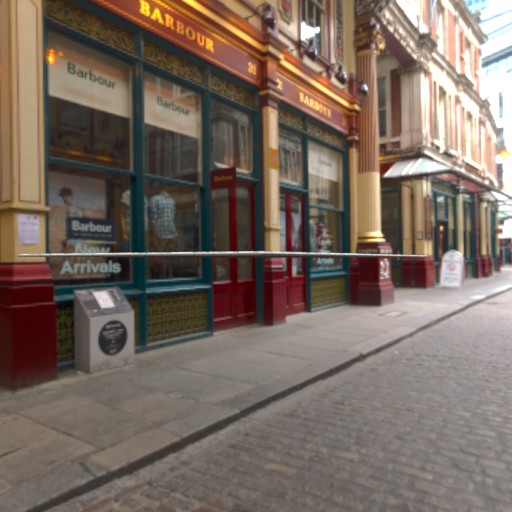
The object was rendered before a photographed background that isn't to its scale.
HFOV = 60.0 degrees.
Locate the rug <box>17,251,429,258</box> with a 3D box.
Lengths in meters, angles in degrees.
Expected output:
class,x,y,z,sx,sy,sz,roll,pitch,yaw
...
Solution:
class,x,y,z,sx,sy,sz,roll,pitch,yaw
rug,0.000,0.000,2.819,1.586,0.014,2.197,0,0,35
